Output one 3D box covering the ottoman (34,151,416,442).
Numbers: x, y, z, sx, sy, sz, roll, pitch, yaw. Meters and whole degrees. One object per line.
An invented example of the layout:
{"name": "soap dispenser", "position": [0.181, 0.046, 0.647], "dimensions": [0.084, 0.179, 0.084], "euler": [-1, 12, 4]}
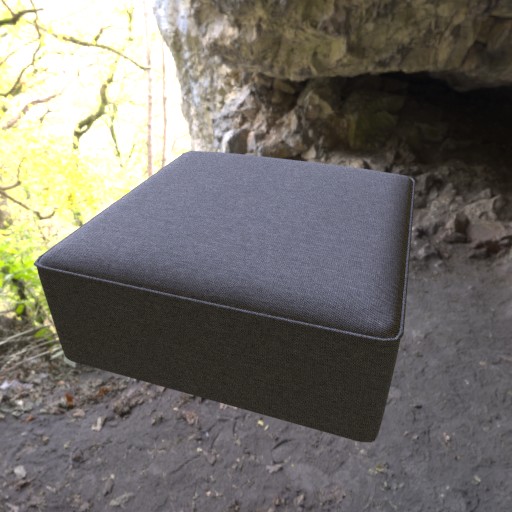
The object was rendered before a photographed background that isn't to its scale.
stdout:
{"name": "ottoman", "position": [0.000, 0.000, 1.584], "dimensions": [1.005, 0.455, 1.005], "euler": [10, 34, 16]}
